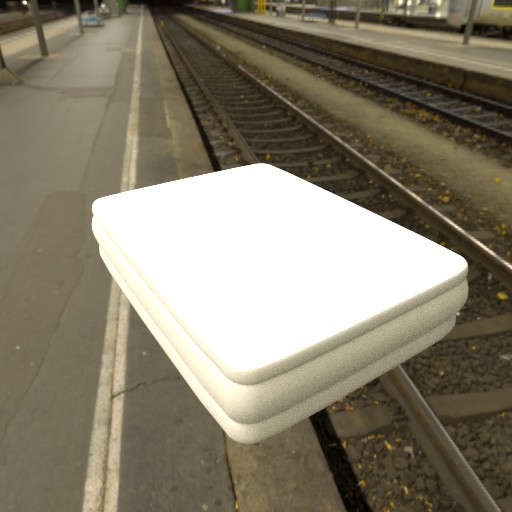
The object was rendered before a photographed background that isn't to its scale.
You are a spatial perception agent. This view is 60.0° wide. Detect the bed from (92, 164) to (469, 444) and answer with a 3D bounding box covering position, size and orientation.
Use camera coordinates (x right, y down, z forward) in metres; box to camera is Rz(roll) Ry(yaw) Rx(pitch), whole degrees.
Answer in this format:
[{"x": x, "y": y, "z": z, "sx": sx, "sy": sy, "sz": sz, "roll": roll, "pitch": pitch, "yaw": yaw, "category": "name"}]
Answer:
[{"x": 0.000, "y": 0.000, "z": 2.728, "sx": 1.520, "sy": 0.460, "sz": 2.036, "roll": -19, "pitch": 35, "yaw": -28, "category": "bed"}]
